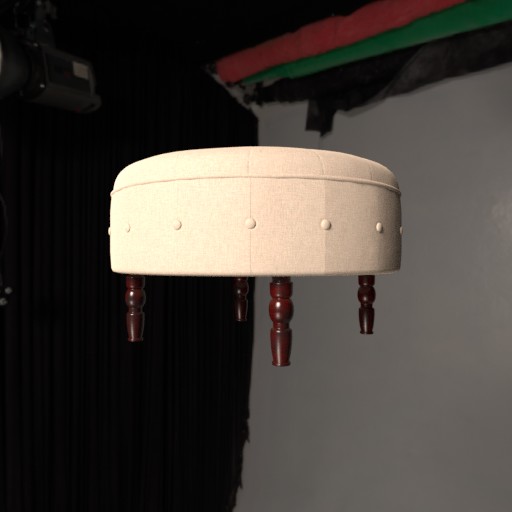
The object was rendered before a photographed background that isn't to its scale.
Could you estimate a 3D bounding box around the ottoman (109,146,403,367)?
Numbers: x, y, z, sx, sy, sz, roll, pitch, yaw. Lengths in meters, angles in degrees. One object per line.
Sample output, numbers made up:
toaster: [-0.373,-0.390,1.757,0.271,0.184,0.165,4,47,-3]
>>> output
ottoman: [0.000,0.000,1.358,0.848,0.494,0.848,0,0,0]
